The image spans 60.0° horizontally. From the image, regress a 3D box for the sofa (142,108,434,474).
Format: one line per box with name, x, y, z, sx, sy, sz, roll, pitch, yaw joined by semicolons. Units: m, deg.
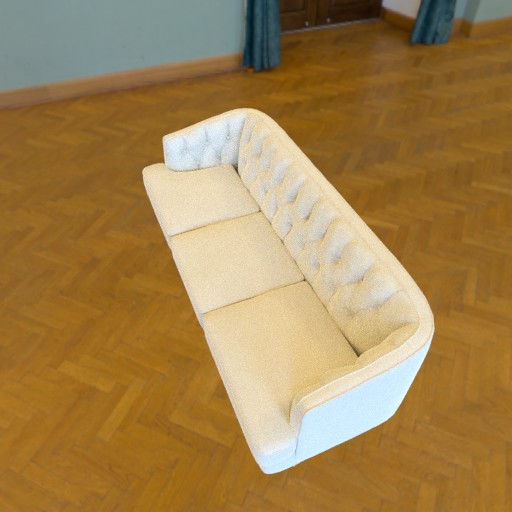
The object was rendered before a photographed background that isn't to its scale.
sofa;0.000;0.000;2.728;0.941;0.855;2.278;-17;49;-16
